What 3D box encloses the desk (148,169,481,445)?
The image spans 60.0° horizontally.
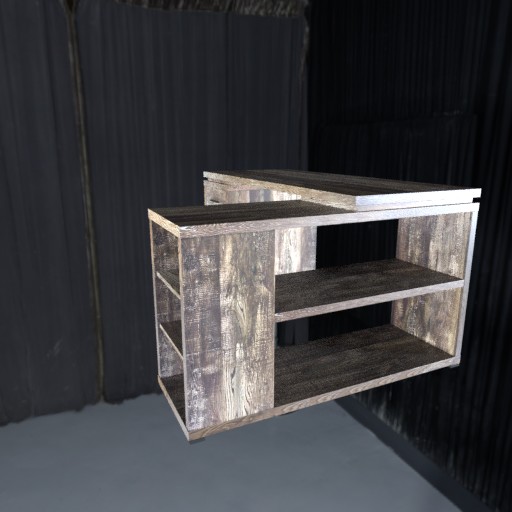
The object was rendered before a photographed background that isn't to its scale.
[{"bbox_3d":[0.000,0.000,2.220,1.200,0.753,1.524,-7,16,-25],"label":"desk"}]
